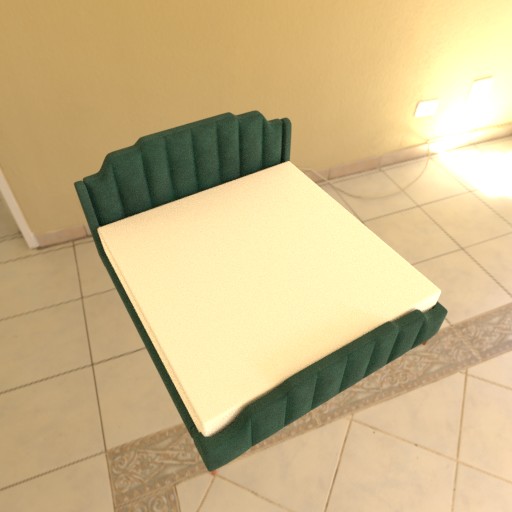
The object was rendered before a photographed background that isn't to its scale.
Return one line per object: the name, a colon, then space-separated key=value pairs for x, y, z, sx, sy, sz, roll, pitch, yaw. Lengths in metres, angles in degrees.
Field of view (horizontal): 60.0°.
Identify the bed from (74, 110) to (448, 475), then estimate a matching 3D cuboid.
bed: x=0.000 y=0.000 z=3.563 sx=2.074 sy=1.245 sz=2.340 roll=-23 pitch=50 yaw=-21
